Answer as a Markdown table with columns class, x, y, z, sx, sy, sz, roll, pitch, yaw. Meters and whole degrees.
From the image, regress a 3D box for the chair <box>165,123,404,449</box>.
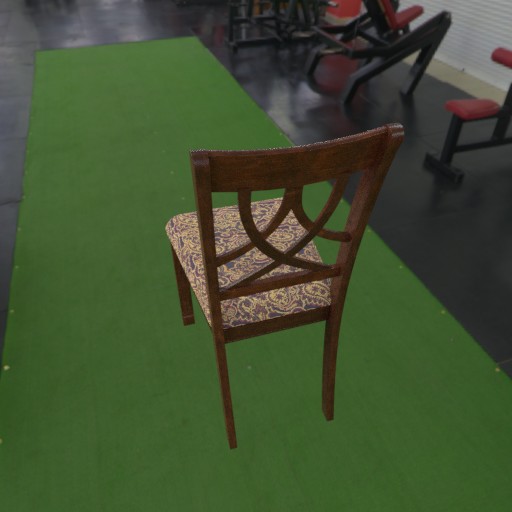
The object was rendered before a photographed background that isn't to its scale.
| class | x | y | z | sx | sy | sz | roll | pitch | yaw |
| --- | --- | --- | --- | --- | --- | --- | --- | --- | --- |
| chair | 0.000 | 0.000 | 1.273 | 0.457 | 0.965 | 0.584 | -11 | 41 | -13 |
